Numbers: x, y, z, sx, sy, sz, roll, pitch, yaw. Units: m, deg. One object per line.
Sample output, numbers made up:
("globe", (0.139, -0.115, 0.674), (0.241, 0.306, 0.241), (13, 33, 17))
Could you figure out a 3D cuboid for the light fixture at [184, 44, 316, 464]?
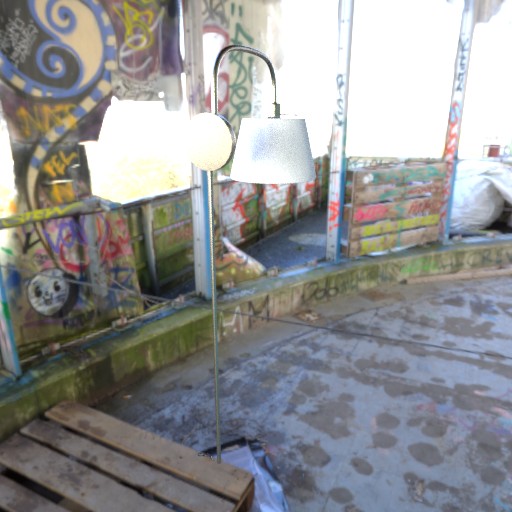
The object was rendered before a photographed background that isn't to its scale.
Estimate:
("light fixture", (0.000, 0.000, 0.468), (0.092, 0.399, 0.176), (9, 20, 25))
